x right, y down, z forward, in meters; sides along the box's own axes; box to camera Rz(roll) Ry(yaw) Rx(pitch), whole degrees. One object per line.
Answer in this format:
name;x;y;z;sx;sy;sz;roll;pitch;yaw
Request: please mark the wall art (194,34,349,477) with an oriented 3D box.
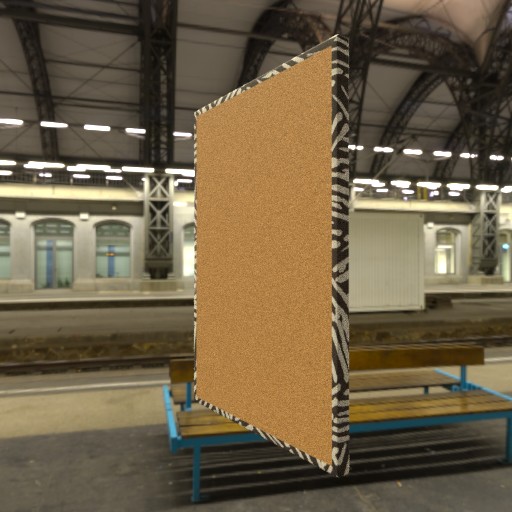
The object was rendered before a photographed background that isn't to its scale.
wall art;0.000;0.000;1.171;0.035;0.918;0.615;0;0;-37
